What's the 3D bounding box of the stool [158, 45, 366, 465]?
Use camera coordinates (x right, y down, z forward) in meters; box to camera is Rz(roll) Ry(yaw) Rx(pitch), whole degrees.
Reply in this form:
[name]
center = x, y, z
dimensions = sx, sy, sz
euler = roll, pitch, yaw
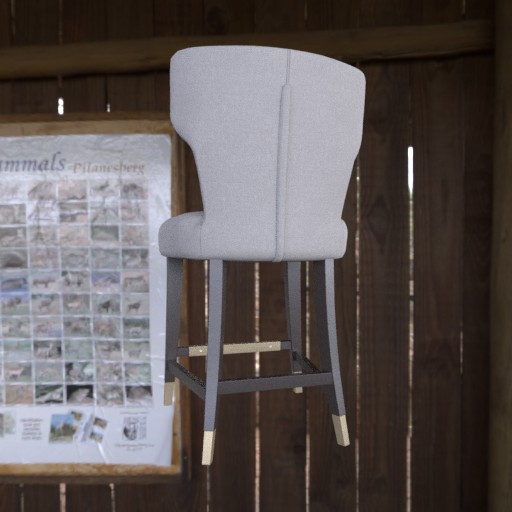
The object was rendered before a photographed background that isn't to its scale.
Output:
[stool]
center = 0.000, 0.000, 1.289
dimensions = 0.527, 0.982, 0.563
euler = 0, 0, -17
